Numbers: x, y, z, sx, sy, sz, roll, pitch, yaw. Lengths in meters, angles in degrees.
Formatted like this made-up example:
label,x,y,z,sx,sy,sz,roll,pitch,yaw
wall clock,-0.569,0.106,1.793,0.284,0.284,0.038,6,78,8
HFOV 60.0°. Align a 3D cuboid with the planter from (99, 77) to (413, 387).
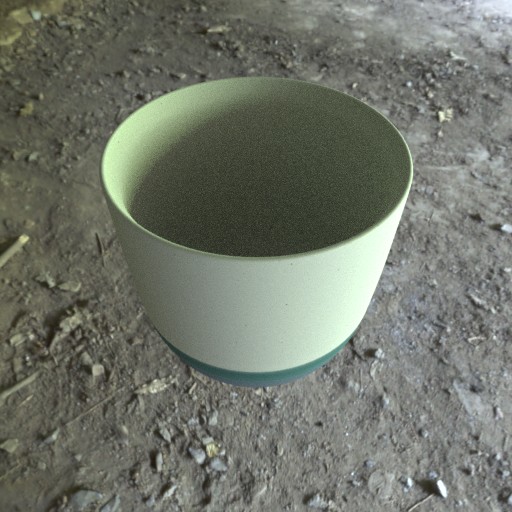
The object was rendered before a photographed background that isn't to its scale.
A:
label,x,y,z,sx,sy,sz,roll,pitch,yaw
planter,0.000,0.000,0.373,0.204,0.214,0.204,0,48,0
